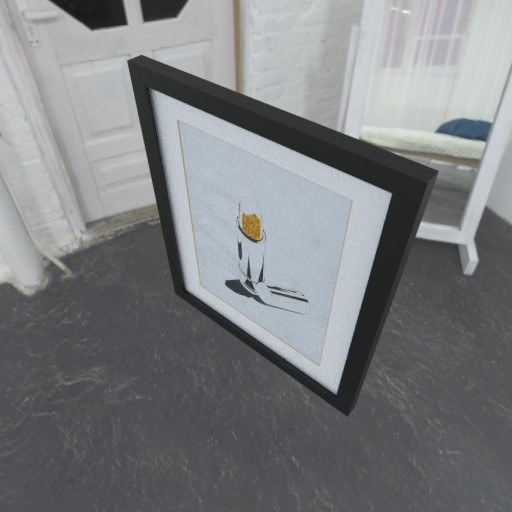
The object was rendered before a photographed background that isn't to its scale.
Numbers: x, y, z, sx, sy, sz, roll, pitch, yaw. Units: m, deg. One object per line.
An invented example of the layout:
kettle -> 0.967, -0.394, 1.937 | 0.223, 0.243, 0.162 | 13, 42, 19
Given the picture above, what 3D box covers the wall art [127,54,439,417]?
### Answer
wall art -> 0.000, 0.000, 0.528 | 0.330, 0.381, 0.019 | 31, 53, 26
